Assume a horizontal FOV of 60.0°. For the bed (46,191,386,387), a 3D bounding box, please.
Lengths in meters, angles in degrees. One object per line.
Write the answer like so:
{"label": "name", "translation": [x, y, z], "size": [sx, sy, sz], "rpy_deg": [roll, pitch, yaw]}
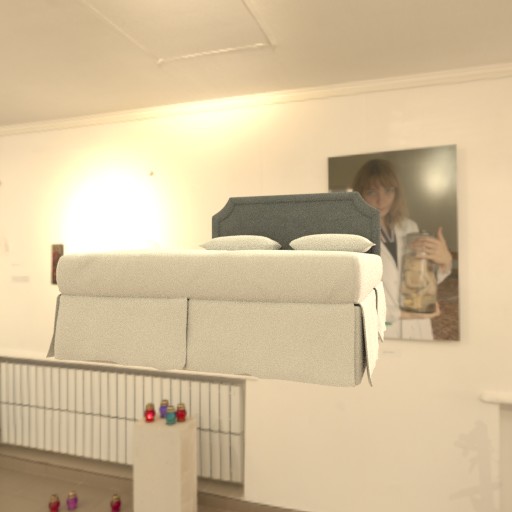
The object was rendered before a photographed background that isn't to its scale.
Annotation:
{"label": "bed", "translation": [0.000, 0.000, 3.574], "size": [1.977, 1.306, 2.464], "rpy_deg": [0, 0, 18]}
